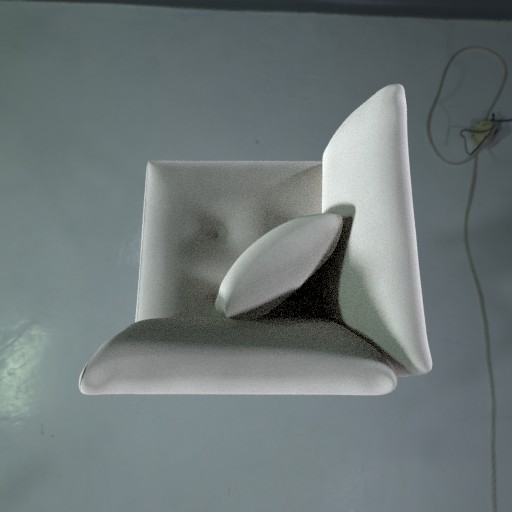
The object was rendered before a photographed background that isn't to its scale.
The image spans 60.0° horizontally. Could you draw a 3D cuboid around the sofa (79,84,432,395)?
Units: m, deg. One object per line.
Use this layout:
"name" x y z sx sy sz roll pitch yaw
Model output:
"sofa" 0.000 0.000 1.711 1.000 0.820 1.000 0 75 0
